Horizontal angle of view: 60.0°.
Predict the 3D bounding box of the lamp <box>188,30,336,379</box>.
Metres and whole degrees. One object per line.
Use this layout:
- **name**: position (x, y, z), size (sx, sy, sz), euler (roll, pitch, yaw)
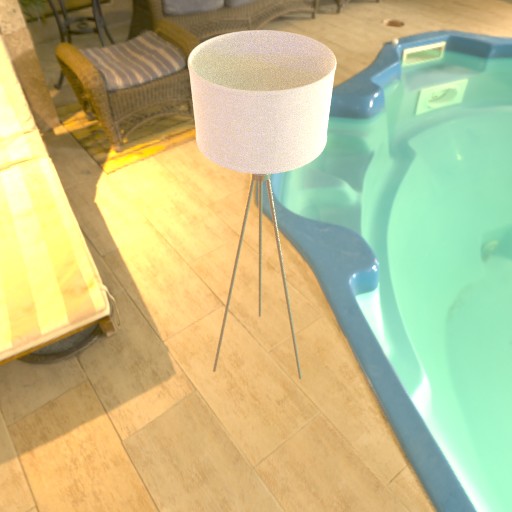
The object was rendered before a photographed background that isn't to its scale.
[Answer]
- **lamp**: position (0.000, 0.000, 1.766), size (0.458, 1.545, 0.448), euler (-24, 51, -21)
